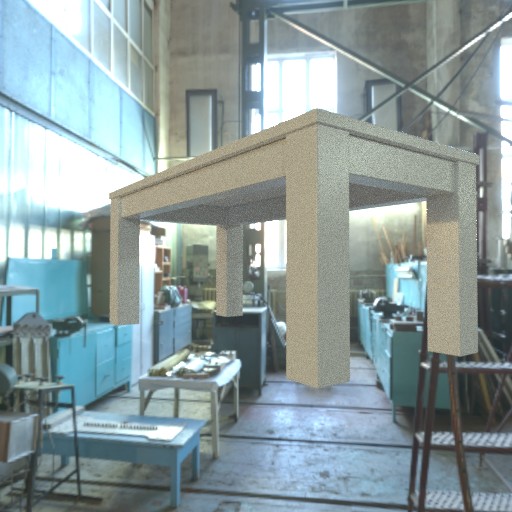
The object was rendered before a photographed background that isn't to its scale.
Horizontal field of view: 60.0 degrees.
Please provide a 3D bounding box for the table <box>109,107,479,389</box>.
[{"bbox_3d":[0.000,0.000,2.227,0.900,0.790,1.800,1,-2,-36],"label":"table"}]
